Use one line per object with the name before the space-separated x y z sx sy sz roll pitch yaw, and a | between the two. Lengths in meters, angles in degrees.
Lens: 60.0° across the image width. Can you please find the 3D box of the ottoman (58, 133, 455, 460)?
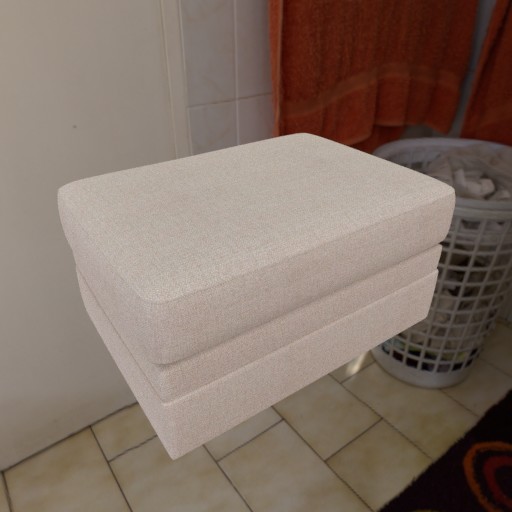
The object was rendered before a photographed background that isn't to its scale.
ottoman | 0.000 0.000 1.237 0.885 0.478 0.637 -20 37 -29
